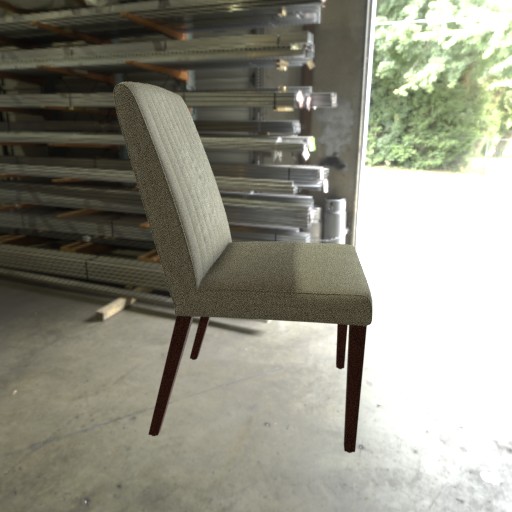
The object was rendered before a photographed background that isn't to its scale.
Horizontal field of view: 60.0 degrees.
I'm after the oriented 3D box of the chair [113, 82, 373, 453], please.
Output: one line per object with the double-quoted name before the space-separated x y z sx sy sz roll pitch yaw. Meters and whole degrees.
"chair" 0.000 0.000 1.240 0.594 0.900 0.480 2 16 7
